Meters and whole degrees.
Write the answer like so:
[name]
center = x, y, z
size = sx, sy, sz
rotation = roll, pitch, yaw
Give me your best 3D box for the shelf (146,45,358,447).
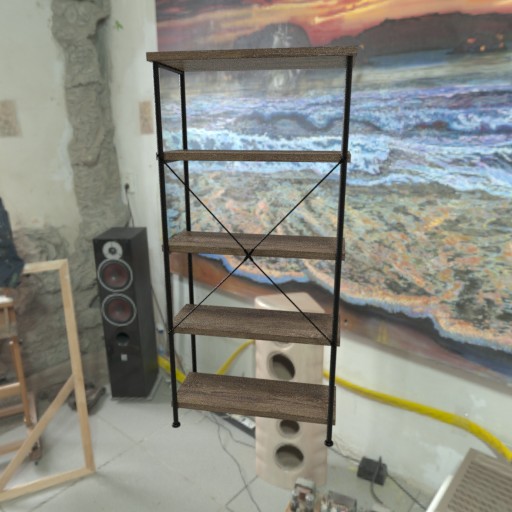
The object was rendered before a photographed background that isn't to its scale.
[shelf]
center = 0.000, 0.000, 2.049
size = 0.800, 1.700, 0.360
rotation = 3, 16, 10
